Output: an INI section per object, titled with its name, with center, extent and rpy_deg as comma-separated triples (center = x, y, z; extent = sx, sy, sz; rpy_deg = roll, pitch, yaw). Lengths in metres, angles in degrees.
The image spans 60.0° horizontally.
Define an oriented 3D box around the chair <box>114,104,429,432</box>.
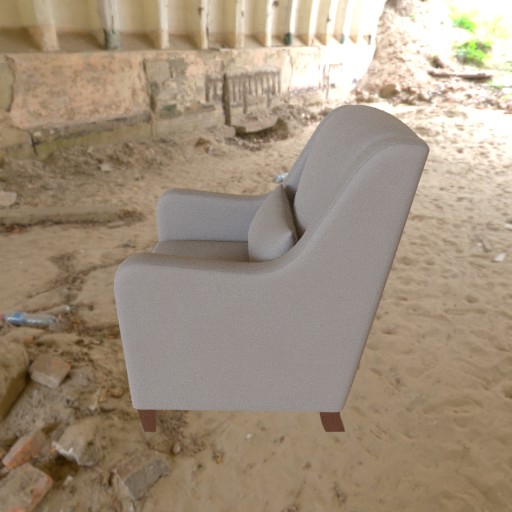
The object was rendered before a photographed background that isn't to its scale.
[chair]
center = 0.000, 0.000, 1.602
extent = 0.863, 1.010, 0.715
rpy_deg = 0, 26, 0
